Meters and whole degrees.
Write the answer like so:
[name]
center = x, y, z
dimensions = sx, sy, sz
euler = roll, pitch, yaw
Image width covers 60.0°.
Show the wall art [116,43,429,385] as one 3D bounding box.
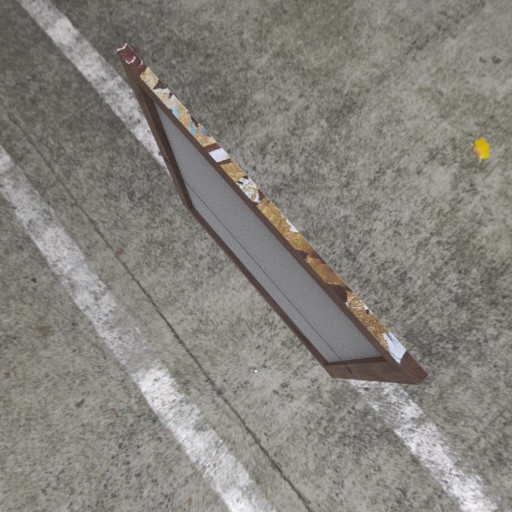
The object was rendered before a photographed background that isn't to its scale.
[wall art]
center = 0.000, 0.000, 1.092
dimensions = 0.028, 0.762, 0.757
euler = -39, 79, -9
